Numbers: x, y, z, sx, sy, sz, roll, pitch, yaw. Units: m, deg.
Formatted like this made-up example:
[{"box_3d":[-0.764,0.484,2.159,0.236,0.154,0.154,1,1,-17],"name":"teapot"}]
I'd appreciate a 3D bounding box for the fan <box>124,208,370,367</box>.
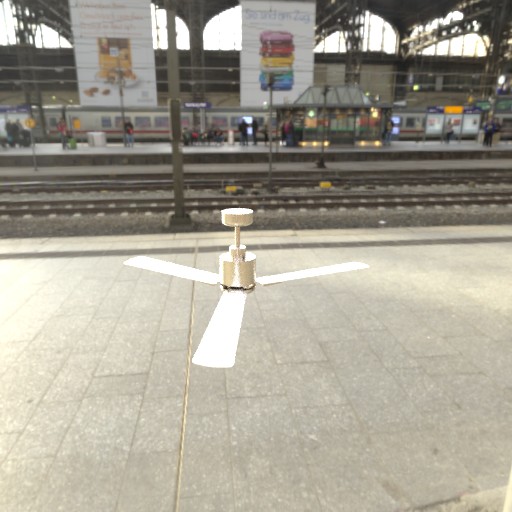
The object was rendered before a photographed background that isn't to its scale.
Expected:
[{"box_3d":[0.000,0.000,2.362,1.561,0.446,1.531,-2,16,-8],"name":"fan"}]
